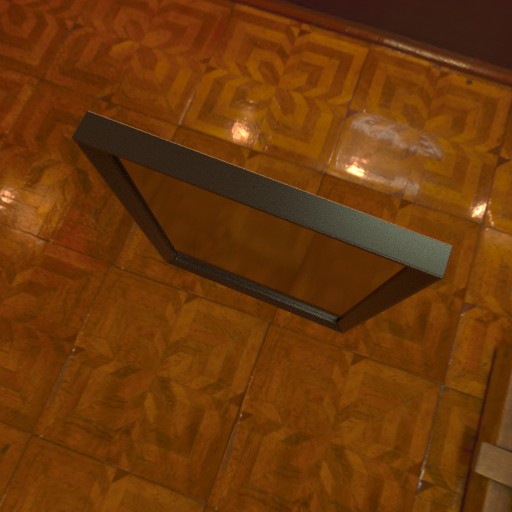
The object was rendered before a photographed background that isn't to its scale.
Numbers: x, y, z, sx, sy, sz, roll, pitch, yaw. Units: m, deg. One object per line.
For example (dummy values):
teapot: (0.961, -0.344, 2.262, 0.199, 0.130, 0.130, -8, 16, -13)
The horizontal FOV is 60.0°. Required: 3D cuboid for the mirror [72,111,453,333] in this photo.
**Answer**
mirror: (0.000, 0.000, 0.697, 0.406, 0.509, 0.041, 21, 75, 6)
